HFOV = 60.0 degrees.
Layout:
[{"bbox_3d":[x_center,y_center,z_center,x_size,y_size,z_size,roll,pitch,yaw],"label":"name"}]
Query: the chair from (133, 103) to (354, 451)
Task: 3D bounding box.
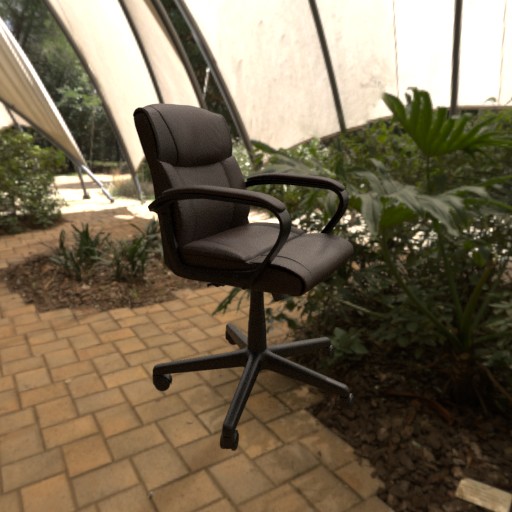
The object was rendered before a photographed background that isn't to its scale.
[{"bbox_3d":[0.000,0.000,1.515,0.717,1.004,0.739,8,17,28],"label":"chair"}]
